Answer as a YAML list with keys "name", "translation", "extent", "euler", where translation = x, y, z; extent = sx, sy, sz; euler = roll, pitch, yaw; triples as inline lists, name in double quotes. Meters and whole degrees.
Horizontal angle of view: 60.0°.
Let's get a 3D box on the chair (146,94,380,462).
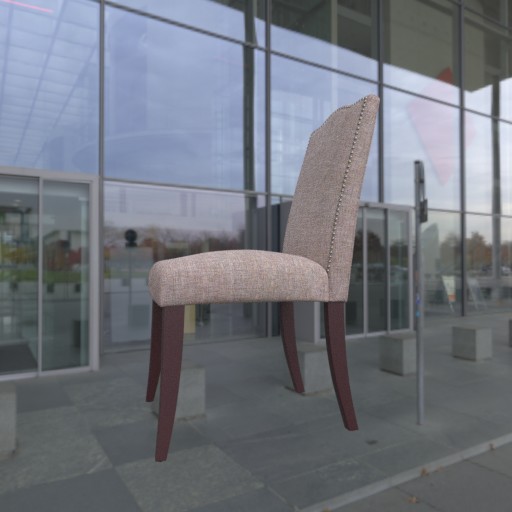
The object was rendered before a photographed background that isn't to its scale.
- name: "chair"
  translation: [0.000, 0.000, 1.422]
  extent: [0.660, 1.016, 0.513]
  euler: [0, -1, -17]
